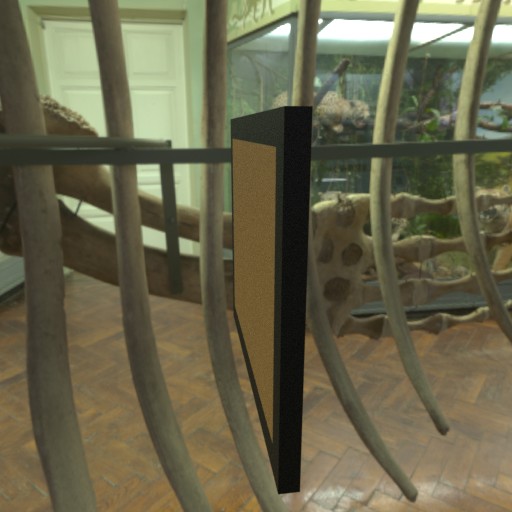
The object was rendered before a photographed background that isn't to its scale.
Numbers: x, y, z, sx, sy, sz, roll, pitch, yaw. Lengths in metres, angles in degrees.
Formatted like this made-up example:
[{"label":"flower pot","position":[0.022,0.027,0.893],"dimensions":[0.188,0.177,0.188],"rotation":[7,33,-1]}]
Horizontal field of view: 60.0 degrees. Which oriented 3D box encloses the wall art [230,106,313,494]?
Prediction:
[{"label":"wall art","position":[0.000,0.000,0.758],"dimensions":[0.028,0.460,0.561],"rotation":[-2,16,-8]}]
